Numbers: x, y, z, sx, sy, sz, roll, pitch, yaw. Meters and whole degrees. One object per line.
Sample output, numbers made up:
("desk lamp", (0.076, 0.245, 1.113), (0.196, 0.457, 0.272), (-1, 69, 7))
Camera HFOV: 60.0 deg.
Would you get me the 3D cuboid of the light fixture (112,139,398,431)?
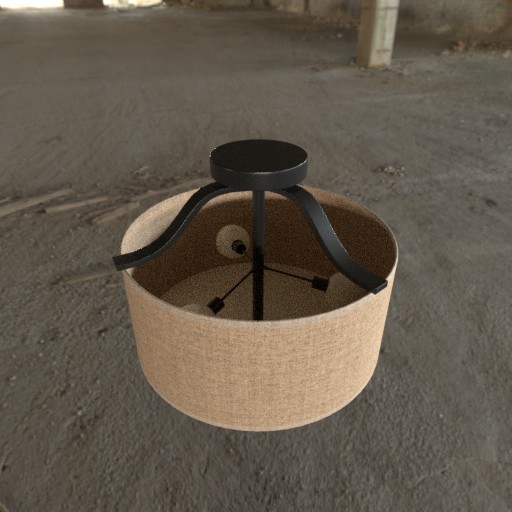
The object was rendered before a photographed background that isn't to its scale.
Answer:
("light fixture", (0.000, 0.000, 0.646), (0.390, 0.306, 0.390), (0, 32, 0))
